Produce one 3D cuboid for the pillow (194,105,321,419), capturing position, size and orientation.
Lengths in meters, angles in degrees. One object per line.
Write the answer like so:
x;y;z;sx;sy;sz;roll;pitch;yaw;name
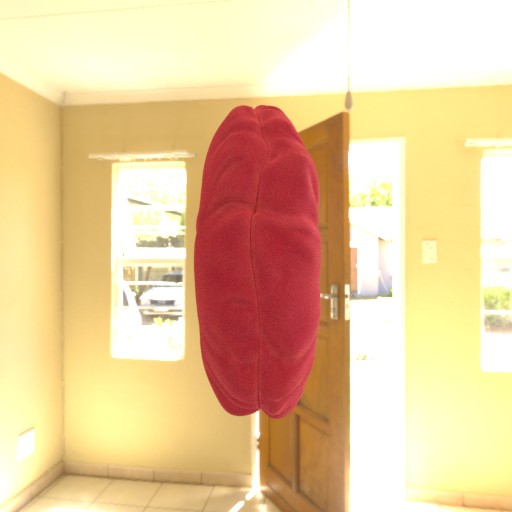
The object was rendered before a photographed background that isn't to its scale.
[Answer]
0.000;0.000;0.632;0.148;0.407;0.428;0;0;-1;pillow
